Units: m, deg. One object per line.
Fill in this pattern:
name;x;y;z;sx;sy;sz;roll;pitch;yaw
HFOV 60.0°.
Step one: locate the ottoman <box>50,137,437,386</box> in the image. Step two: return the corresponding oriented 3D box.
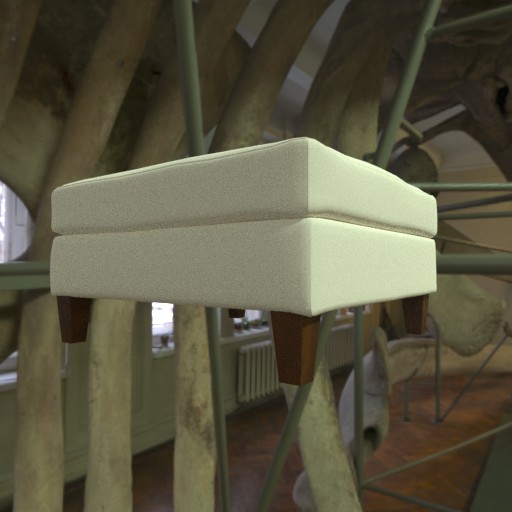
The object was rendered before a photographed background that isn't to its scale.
ottoman;0.000;0.000;1.312;0.838;0.479;0.838;-1;-2;36
